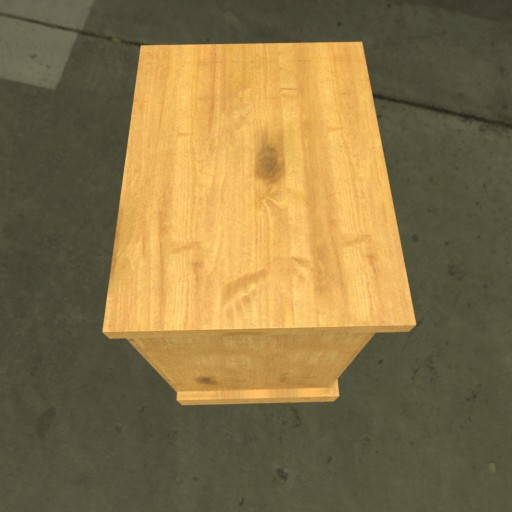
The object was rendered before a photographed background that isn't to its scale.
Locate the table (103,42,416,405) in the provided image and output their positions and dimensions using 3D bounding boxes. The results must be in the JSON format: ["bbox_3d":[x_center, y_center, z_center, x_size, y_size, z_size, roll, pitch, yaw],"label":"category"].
[{"bbox_3d":[0.000,0.000,1.210,0.500,0.813,0.660,-1,64,-1],"label":"table"}]
